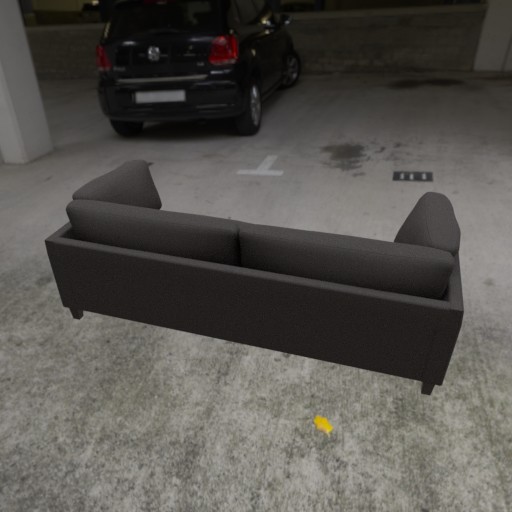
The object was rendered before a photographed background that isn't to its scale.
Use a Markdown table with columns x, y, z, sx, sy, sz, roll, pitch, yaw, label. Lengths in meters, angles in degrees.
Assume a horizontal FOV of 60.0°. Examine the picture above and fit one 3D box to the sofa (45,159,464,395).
| x | y | z | sx | sy | sz | roll | pitch | yaw | label |
| --- | --- | --- | --- | --- | --- | --- | --- | --- | --- |
| 0.000 | 0.000 | 2.755 | 2.312 | 0.792 | 0.969 | 9 | 33 | 14 | sofa |
